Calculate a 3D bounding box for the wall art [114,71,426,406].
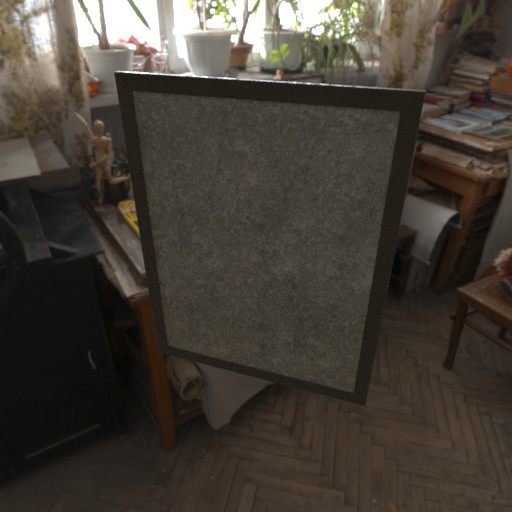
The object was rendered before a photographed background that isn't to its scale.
[{"bbox_3d":[0.000,0.000,1.310,0.767,0.983,0.030,10,33,16],"label":"wall art"}]
